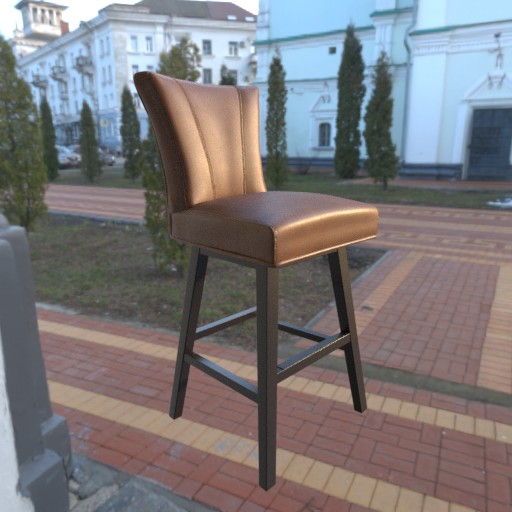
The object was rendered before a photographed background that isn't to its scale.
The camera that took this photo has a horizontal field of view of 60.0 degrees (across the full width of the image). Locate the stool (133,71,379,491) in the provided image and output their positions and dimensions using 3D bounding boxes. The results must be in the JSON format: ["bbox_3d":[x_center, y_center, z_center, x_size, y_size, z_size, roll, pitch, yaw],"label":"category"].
[{"bbox_3d":[0.000,0.000,1.408,0.585,1.094,0.522,13,19,42],"label":"stool"}]
